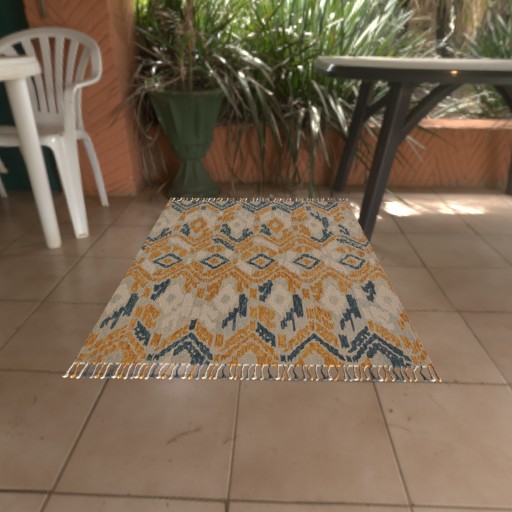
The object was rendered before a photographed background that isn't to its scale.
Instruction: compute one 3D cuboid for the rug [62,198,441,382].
[{"bbox_3d":[0.000,0.000,2.245,1.230,0.008,1.827,0,26,1],"label":"rug"}]
